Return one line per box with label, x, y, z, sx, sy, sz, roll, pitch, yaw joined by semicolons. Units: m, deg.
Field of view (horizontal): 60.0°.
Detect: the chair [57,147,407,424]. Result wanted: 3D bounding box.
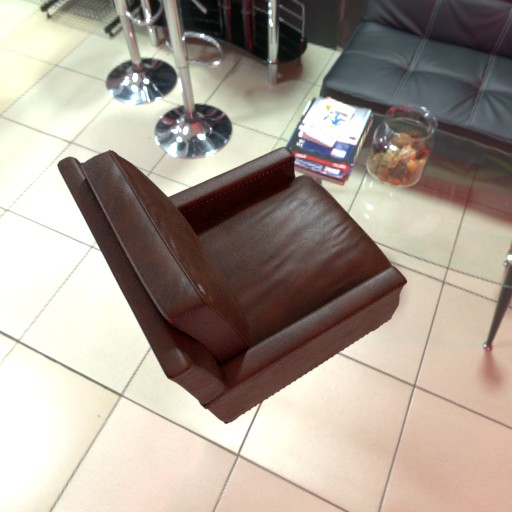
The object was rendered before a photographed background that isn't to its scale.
chair;0.000;0.000;1.793;1.035;1.054;0.854;-28;62;-16
